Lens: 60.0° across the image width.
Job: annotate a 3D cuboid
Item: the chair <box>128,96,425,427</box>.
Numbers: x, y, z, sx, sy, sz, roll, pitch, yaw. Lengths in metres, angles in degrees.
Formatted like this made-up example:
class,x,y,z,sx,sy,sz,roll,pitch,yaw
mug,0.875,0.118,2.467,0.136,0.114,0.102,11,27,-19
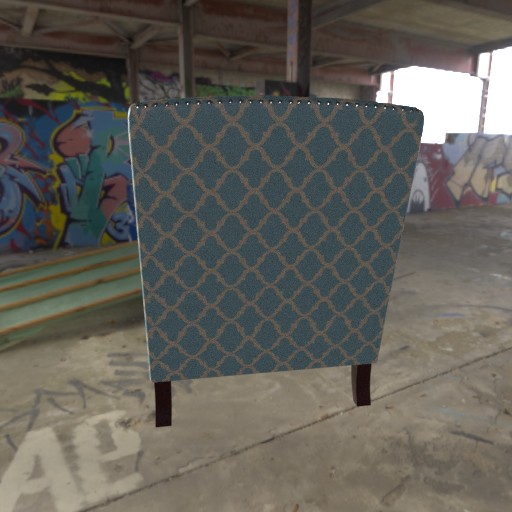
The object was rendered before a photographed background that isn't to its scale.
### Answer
class,x,y,z,sx,sy,sz,roll,pitch,yaw
chair,0.000,0.000,1.299,0.617,0.817,0.686,-2,14,-10
